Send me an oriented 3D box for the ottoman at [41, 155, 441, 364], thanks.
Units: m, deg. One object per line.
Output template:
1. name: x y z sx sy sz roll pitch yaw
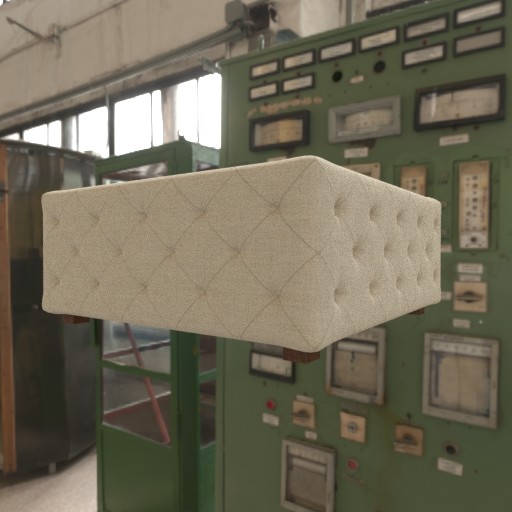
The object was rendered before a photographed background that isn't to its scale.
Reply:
1. ottoman: 0.000 0.000 1.575 1.028 0.439 1.028 1 1 35
